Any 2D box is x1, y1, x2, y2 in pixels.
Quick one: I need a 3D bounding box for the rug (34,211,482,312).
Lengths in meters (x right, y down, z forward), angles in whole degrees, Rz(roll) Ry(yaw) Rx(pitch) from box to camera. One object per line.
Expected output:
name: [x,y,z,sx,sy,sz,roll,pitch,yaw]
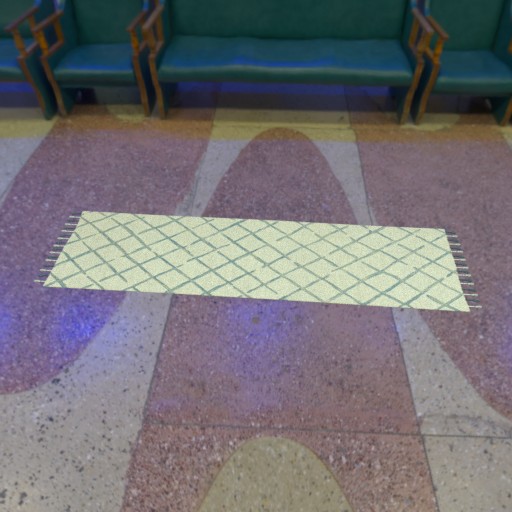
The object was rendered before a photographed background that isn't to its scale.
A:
rug: [0.000,0.000,2.529,2.372,0.008,0.620,3,47,3]
